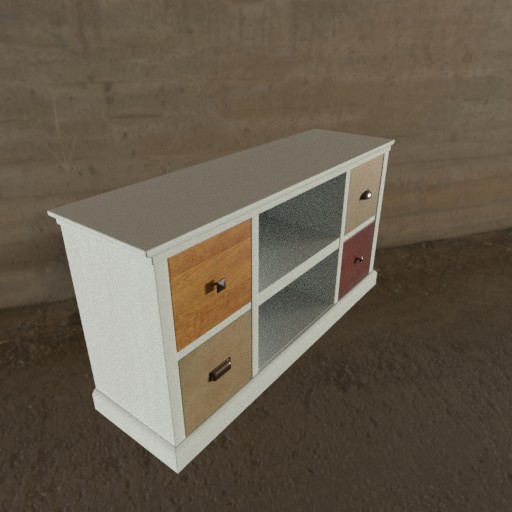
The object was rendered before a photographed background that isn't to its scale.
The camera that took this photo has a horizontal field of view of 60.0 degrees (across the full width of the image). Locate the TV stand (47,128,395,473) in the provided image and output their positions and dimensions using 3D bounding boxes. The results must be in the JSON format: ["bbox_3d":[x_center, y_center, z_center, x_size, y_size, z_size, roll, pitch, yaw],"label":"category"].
[{"bbox_3d":[0.000,0.000,1.495,0.424,0.624,1.187,19,33,33],"label":"TV stand"}]
